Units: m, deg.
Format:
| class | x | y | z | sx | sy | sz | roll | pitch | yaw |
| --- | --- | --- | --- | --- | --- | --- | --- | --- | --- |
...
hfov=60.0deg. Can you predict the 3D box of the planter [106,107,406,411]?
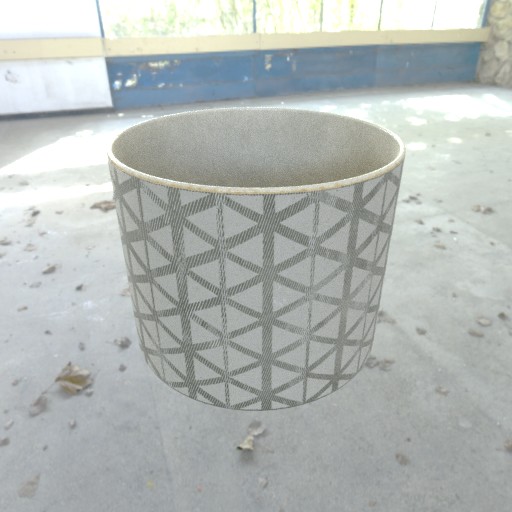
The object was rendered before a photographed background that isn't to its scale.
| class | x | y | z | sx | sy | sz | roll | pitch | yaw |
| --- | --- | --- | --- | --- | --- | --- | --- | --- | --- |
| planter | 0.000 | 0.000 | 0.444 | 0.250 | 0.239 | 0.250 | 0 | 30 | 0 |
